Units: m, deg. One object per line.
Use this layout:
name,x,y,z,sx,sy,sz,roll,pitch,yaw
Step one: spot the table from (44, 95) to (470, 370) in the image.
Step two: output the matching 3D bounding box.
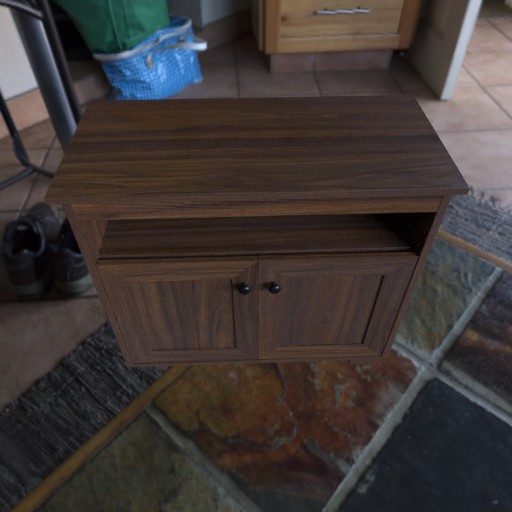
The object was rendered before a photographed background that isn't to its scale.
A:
table,0.000,0.000,1.222,0.802,0.725,0.390,-2,46,-1
